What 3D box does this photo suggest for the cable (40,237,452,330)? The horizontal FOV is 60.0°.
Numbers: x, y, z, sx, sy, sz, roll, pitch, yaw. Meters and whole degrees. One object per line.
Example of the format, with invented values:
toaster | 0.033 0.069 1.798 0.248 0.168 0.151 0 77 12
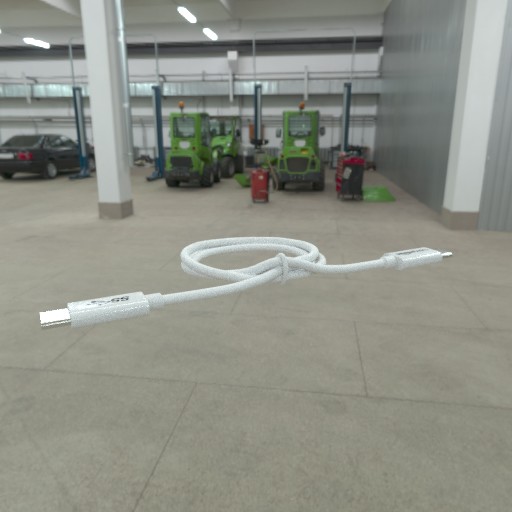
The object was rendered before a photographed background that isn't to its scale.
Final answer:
cable | 0.000 0.000 0.208 0.186 0.014 0.070 -8 18 -26
